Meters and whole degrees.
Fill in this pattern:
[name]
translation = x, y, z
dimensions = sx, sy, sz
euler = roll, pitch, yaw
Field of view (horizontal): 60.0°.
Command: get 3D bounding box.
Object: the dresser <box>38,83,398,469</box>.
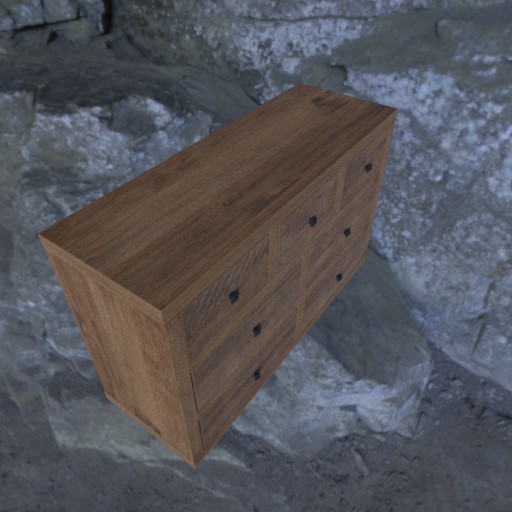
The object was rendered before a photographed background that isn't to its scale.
[dresser]
translation = 0.000, 0.000, 1.682
dimensions = 0.479, 0.825, 1.261
euler = 26, 48, 26
